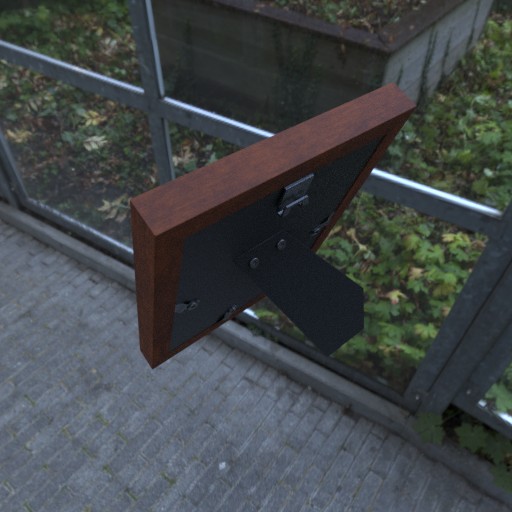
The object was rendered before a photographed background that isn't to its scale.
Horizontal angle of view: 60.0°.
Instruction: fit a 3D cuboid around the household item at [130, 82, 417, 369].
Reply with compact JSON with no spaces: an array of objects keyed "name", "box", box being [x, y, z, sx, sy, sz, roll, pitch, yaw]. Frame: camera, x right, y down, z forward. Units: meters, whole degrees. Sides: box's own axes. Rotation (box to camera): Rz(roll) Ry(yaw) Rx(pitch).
[{"name":"household item","box":[0.000,0.000,0.292,0.160,0.204,0.096,-30,54,-26]}]
